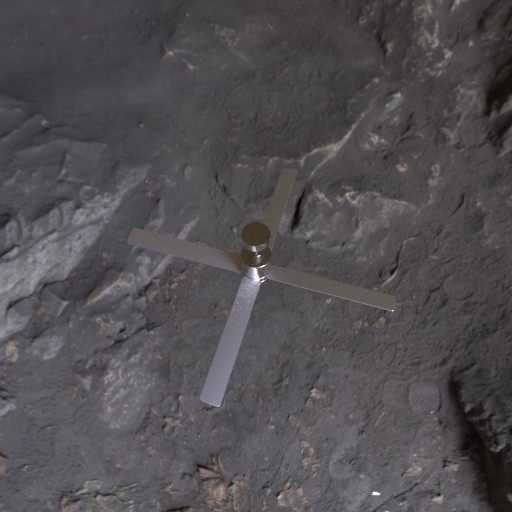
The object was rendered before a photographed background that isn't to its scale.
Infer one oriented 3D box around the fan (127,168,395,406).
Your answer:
[{"bbox_3d":[0.000,0.000,2.025,1.322,0.355,1.322,14,60,9],"label":"fan"}]
